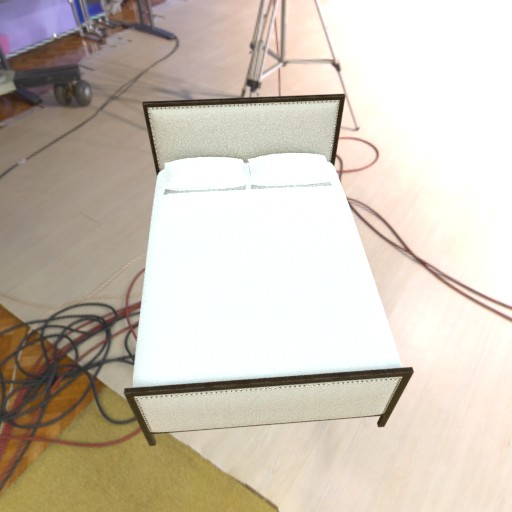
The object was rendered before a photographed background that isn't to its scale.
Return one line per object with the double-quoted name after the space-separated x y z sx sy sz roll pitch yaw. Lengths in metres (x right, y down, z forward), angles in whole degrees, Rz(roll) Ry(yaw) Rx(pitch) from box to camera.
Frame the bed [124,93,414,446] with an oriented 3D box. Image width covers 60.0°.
0.000 0.000 3.254 1.607 1.313 2.221 -3 48 -3 "bed"
